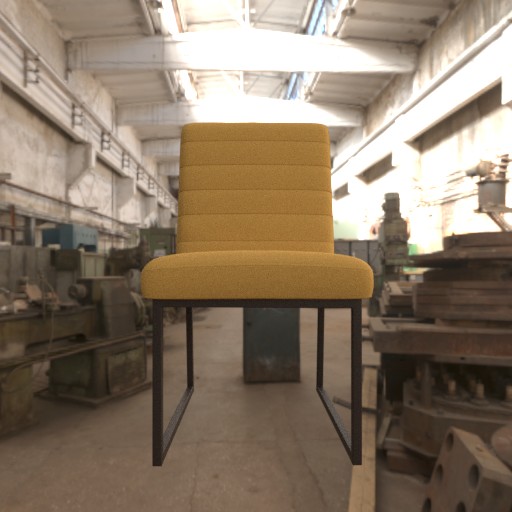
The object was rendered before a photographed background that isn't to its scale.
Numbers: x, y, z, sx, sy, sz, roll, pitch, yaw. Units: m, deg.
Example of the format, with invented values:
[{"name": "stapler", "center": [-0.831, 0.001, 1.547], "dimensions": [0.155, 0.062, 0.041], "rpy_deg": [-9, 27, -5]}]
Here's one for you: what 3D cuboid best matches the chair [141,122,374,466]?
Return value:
[{"name": "chair", "center": [0.000, 0.000, 1.278], "dimensions": [0.520, 0.930, 0.634], "rpy_deg": [0, 0, -1]}]
